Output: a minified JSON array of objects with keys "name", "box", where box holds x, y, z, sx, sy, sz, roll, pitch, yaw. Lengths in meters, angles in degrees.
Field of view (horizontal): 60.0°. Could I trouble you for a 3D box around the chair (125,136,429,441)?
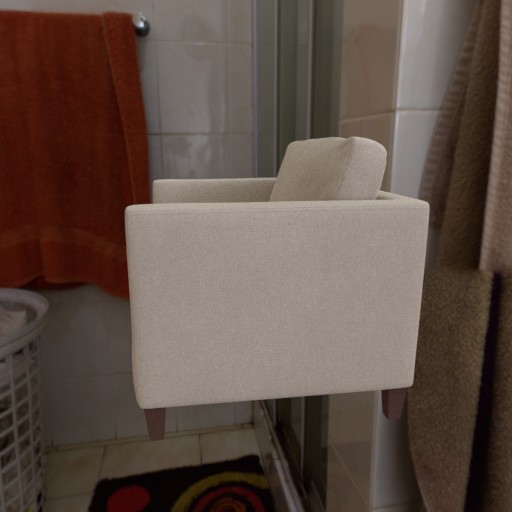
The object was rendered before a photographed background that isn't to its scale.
[{"name":"chair","box":[0.000,0.000,1.866,0.959,0.961,1.107,-2,14,-8]}]
